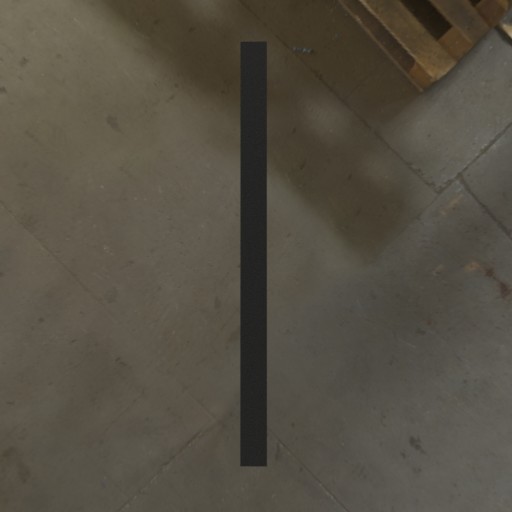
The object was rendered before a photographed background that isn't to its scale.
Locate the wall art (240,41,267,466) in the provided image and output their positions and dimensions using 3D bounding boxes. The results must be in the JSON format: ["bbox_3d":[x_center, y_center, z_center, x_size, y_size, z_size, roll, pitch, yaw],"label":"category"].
[{"bbox_3d":[0.000,0.000,0.756,0.029,0.559,0.457,0,89,1],"label":"wall art"}]
